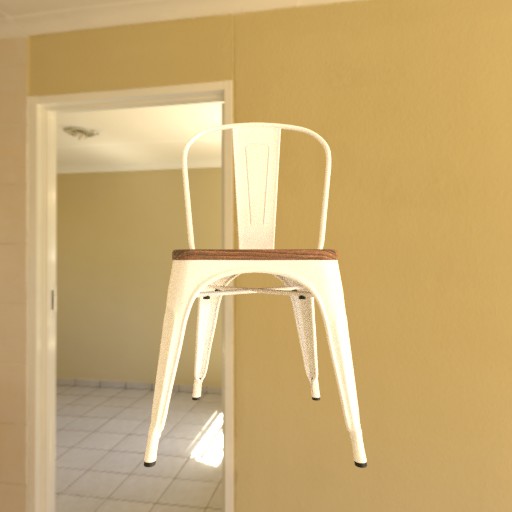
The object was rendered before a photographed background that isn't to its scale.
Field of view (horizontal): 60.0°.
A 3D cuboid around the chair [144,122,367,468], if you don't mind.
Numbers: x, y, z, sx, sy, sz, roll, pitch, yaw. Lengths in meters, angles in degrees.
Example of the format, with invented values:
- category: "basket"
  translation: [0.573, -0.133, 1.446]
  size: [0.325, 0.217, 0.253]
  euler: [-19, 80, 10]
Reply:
- category: "chair"
  translation: [0.000, 0.000, 1.150]
  size: [0.452, 0.851, 0.521]
  euler: [0, -1, 0]
